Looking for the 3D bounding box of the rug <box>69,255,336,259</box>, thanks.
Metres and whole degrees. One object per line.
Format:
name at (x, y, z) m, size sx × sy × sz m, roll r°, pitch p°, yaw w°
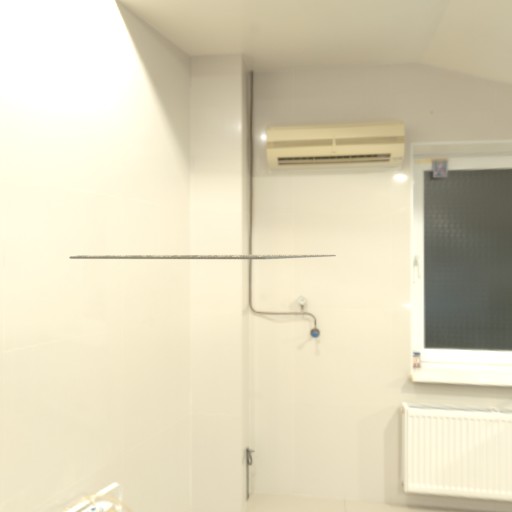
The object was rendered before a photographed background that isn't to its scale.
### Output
rug at (0.000, 0.000, 2.415) m, size 0.662 × 0.011 × 2.196 m, roll 0°, pitch 0°, yaw 15°
